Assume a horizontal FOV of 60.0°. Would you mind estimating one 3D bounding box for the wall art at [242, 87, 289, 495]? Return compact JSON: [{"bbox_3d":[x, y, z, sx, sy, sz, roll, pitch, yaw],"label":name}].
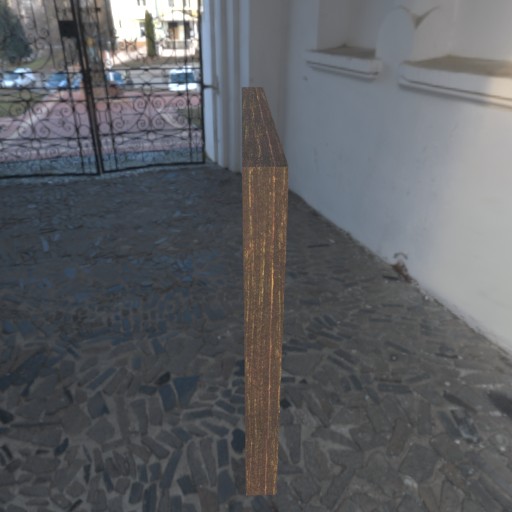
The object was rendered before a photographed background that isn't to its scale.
[{"bbox_3d":[0.000,0.000,0.527,0.031,0.330,0.381,-1,28,-2],"label":"wall art"}]
